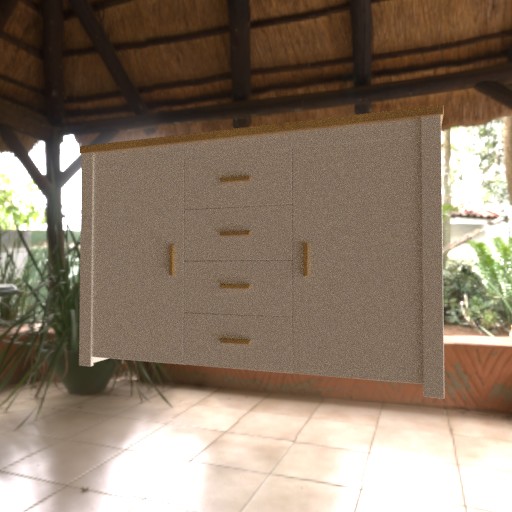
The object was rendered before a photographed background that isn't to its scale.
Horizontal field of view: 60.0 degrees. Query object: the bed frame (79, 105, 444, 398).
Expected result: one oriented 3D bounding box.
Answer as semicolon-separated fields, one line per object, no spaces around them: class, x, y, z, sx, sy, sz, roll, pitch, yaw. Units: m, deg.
bed frame;0.000;0.000;1.686;1.300;0.850;0.430;-1;-2;20
